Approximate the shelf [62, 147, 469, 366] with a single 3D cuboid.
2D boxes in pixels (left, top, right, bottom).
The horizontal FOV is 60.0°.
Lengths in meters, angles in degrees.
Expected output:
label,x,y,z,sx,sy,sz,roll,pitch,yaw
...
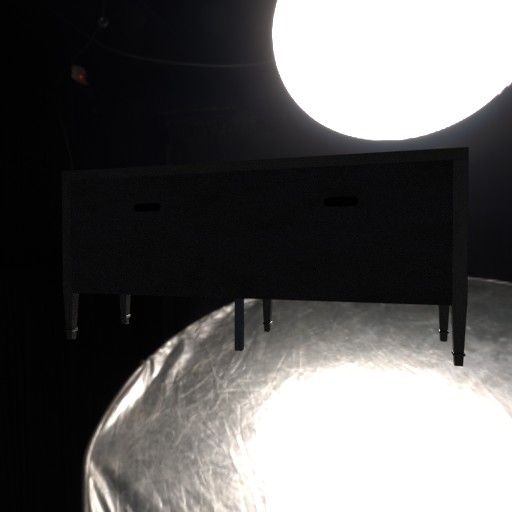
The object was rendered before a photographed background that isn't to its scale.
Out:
label,x,y,z,sx,sy,sz,roll,pitch,yaw
shelf,0.000,0.000,1.890,1.575,0.719,0.479,0,1,17
